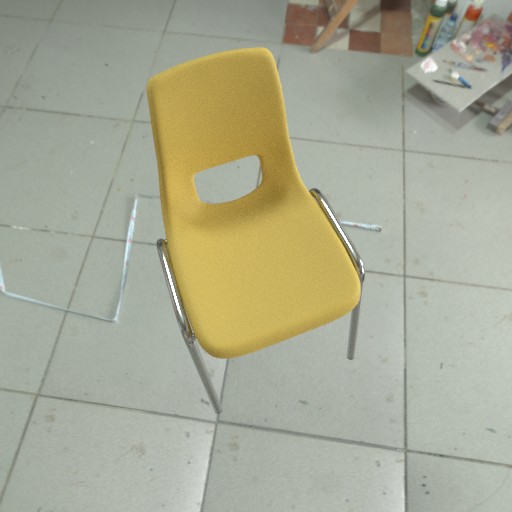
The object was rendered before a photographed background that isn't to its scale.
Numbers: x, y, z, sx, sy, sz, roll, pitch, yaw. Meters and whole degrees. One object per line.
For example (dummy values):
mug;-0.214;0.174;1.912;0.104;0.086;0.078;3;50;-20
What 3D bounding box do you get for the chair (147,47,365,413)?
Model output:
chair;0.000;0.000;0.912;0.381;0.653;0.436;-19;65;-9
